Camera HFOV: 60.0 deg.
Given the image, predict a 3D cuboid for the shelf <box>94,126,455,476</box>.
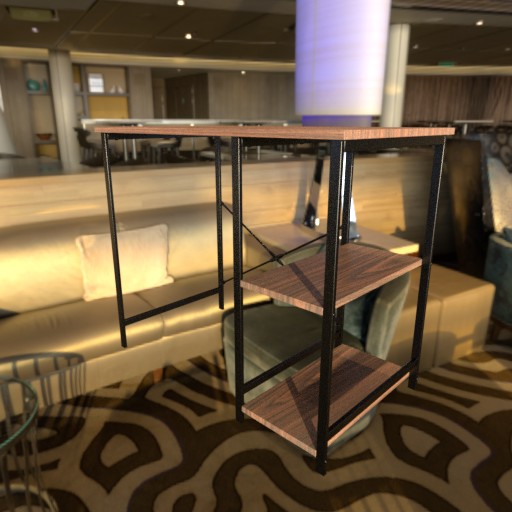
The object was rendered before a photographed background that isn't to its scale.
[{"bbox_3d":[0.000,0.000,1.343,0.902,0.750,0.498,16,23,42],"label":"shelf"}]
